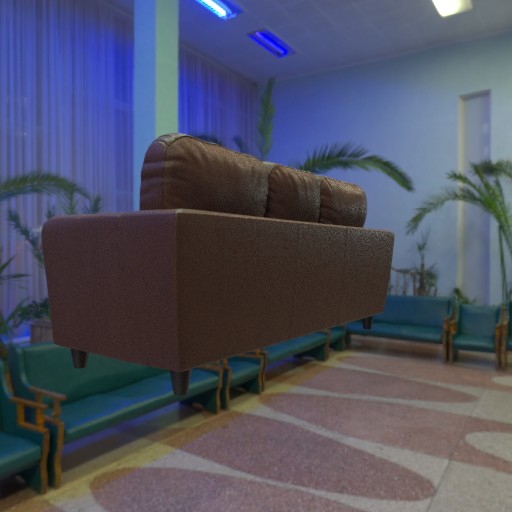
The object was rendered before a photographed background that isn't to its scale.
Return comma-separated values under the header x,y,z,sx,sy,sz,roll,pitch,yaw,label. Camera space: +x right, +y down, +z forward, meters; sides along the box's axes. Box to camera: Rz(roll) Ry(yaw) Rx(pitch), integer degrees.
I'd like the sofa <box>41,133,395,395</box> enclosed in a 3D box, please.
x,y,z,sx,sy,sz,roll,pitch,yaw,label
0.000,0.000,2.288,0.802,0.915,1.862,0,1,37,sofa
